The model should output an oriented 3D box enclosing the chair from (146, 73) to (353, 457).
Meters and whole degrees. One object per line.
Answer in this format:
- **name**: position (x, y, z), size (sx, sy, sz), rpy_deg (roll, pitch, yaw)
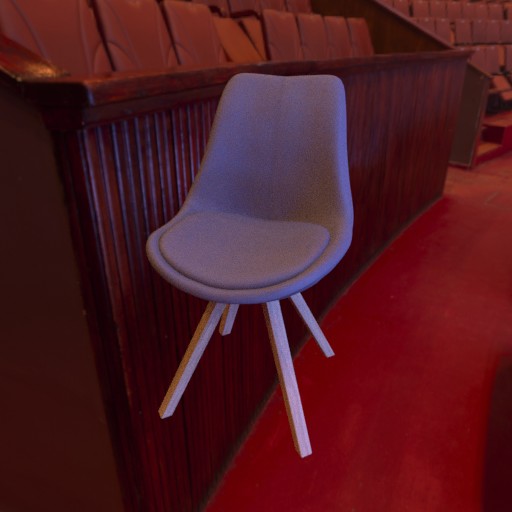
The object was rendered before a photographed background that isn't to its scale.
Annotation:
- **chair**: position (0.000, 0.000, 1.179), size (0.483, 0.865, 0.547), rpy_deg (9, 28, 17)
